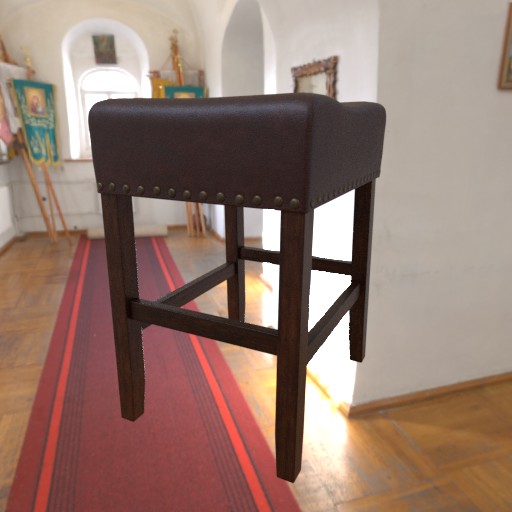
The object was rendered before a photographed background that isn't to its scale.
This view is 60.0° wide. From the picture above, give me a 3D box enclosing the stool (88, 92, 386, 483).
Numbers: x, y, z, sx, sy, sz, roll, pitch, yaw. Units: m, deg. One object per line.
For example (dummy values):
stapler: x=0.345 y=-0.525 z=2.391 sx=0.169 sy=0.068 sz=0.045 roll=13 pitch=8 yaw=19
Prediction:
stool: x=0.000 y=0.000 z=0.916 sx=0.397 sy=0.608 sz=0.465 roll=8 pitch=19 yaw=26
